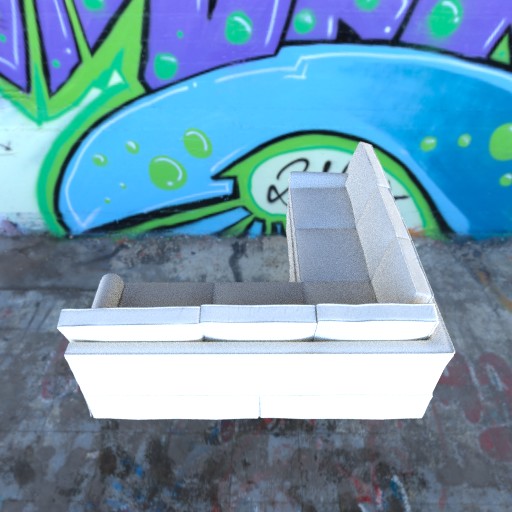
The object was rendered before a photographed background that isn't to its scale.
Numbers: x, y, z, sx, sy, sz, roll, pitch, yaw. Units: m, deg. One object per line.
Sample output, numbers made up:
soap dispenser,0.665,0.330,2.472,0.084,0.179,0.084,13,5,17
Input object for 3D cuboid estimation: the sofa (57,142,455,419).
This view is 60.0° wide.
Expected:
sofa,0.000,0.000,4.020,2.597,1.070,2.591,0,42,0
